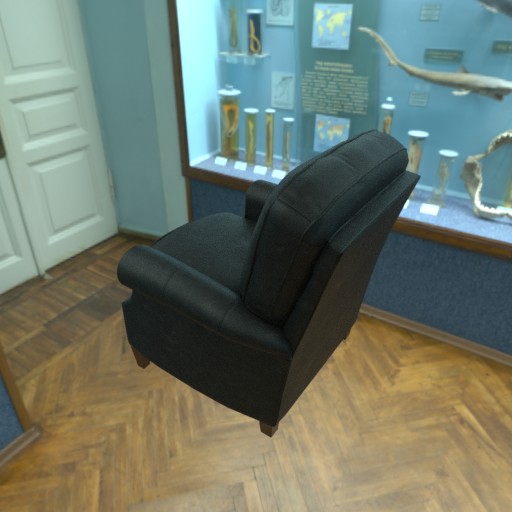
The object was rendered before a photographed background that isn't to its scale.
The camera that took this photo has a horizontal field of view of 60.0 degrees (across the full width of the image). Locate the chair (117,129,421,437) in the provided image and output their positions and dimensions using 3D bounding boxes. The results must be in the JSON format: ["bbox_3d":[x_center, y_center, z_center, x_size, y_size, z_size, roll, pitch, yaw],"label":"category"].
[{"bbox_3d":[0.000,0.000,1.773,0.986,1.018,0.936,19,36,29],"label":"chair"}]
